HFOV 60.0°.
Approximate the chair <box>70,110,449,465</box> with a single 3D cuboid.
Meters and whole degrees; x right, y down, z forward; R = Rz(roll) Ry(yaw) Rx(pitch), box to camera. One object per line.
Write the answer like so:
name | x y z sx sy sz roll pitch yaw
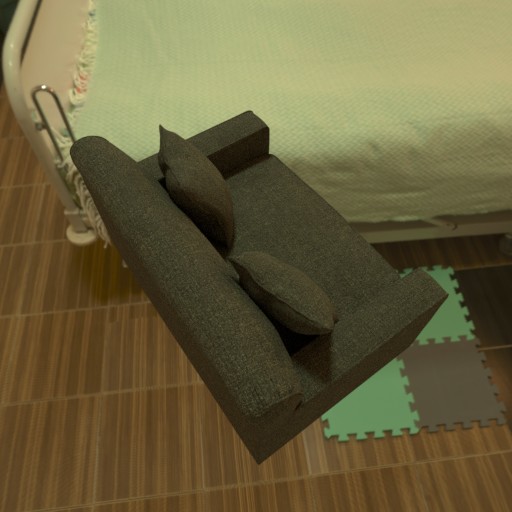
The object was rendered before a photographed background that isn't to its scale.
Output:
chair | 0.000 0.000 2.050 1.000 0.948 1.383 -31 62 -19
